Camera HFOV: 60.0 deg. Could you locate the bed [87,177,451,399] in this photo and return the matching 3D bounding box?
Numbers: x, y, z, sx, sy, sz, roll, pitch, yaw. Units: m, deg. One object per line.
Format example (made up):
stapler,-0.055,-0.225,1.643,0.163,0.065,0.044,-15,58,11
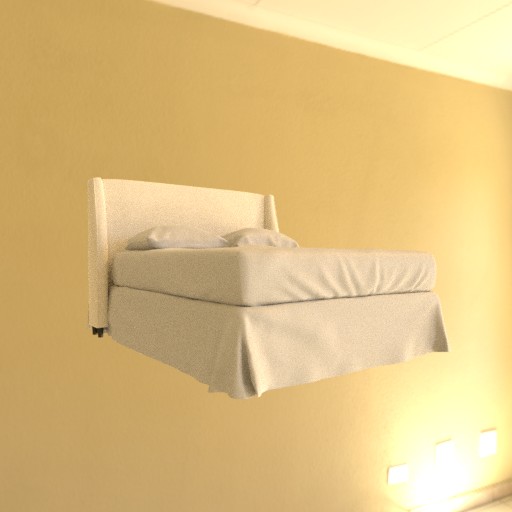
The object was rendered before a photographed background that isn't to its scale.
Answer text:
bed,0.000,0.000,3.392,1.925,1.332,2.276,0,0,-36
